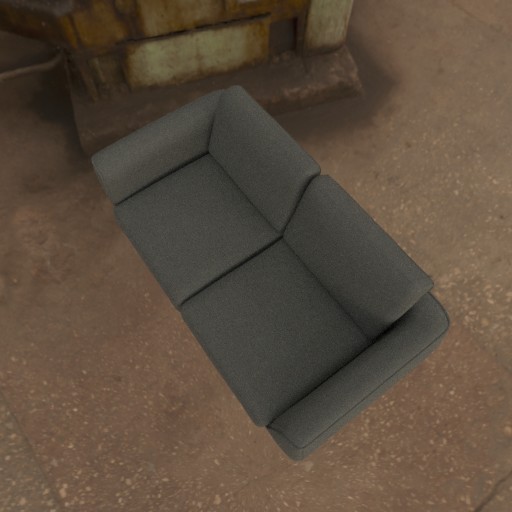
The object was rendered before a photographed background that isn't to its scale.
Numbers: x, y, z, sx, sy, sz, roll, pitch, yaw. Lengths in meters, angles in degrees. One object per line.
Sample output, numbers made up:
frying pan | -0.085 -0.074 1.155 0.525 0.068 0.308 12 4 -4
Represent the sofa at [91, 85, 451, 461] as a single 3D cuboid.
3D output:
sofa | 0.000 0.000 2.182 0.920 0.850 1.700 -33 68 -15
